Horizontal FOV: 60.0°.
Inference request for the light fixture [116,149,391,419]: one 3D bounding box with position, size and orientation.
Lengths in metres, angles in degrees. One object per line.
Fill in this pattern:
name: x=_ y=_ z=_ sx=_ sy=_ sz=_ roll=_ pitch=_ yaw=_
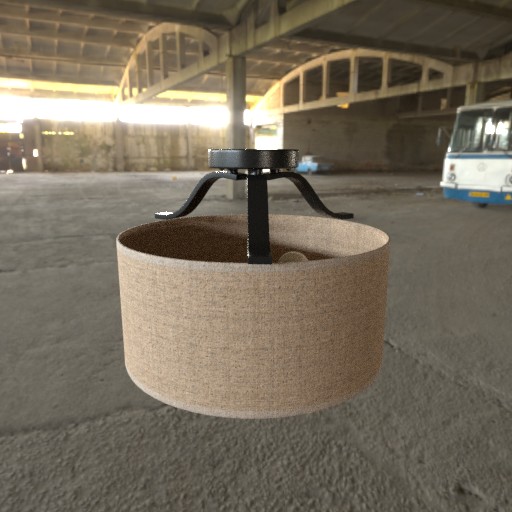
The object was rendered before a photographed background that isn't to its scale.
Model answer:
light fixture: x=0.000 y=0.000 z=0.654 sx=0.390 sy=0.306 sz=0.390 roll=0 pitch=13 yaw=0
